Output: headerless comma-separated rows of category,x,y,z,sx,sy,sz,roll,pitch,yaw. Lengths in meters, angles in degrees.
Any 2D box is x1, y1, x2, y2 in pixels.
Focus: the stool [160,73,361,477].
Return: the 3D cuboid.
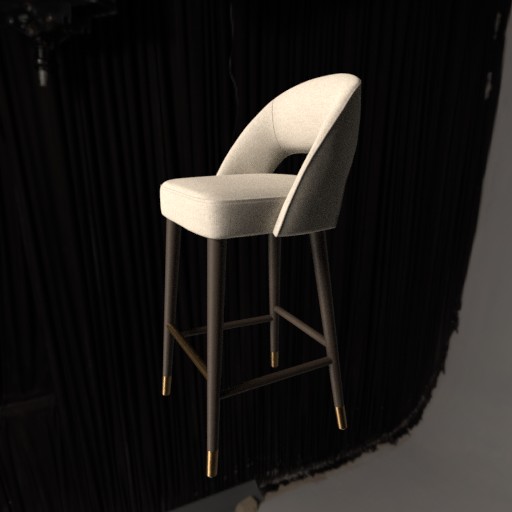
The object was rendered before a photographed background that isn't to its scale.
stool,0.000,0.000,1.327,0.509,1.037,0.494,-8,17,-26
